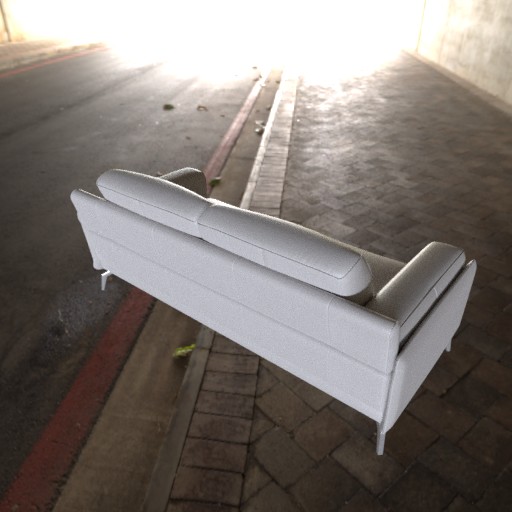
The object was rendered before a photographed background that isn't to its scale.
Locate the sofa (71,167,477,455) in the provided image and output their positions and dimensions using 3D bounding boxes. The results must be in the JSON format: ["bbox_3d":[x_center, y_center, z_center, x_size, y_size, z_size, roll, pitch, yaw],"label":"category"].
[{"bbox_3d":[0.000,0.000,2.508,2.101,0.930,1.049,22,37,32],"label":"sofa"}]
